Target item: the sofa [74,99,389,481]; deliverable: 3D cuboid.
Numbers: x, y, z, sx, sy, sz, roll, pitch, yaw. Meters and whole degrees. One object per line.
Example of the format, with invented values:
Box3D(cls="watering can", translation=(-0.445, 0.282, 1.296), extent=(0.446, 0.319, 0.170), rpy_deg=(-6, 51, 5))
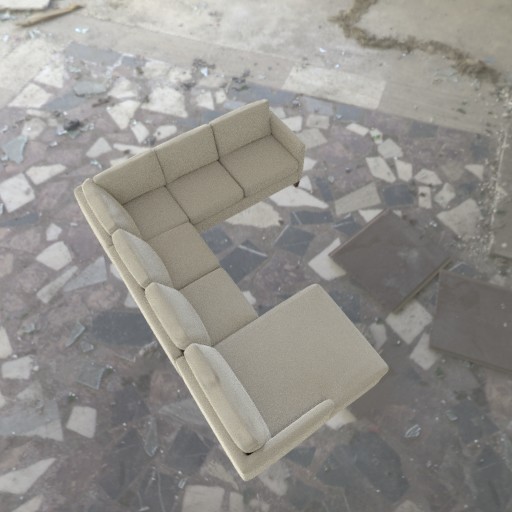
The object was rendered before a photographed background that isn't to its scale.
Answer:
Box3D(cls="sofa", translation=(0.000, 0.000, 4.708), extent=(2.593, 0.956, 3.459), rpy_deg=(-30, 63, -17))
